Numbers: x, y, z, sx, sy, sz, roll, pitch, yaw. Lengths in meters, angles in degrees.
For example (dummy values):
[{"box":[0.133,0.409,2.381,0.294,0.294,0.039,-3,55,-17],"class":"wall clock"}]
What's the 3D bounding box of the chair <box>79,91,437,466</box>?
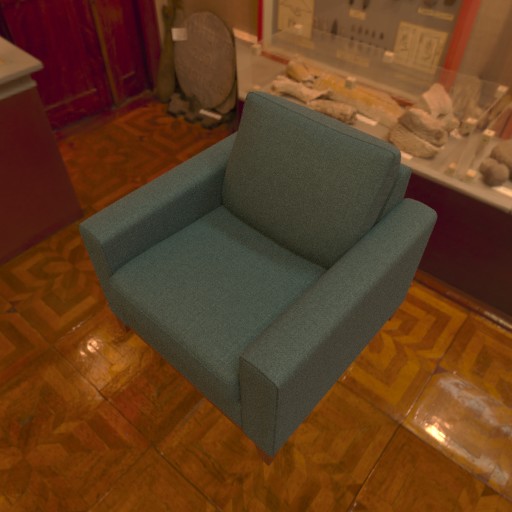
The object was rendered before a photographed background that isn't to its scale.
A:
[{"box":[0.000,0.000,1.862,1.024,1.010,1.038,33,55,27],"class":"chair"}]
